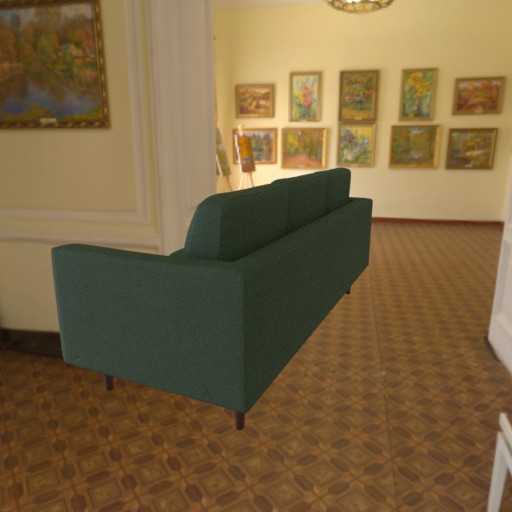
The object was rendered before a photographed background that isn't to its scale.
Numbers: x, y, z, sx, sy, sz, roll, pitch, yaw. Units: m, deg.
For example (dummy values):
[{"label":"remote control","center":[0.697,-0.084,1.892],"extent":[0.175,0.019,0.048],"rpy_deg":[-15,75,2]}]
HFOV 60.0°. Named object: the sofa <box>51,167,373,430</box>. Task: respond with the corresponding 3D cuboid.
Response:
[{"label":"sofa","center":[0.000,0.000,2.472],"extent":[0.879,0.899,2.029],"rpy_deg":[7,16,24]}]
